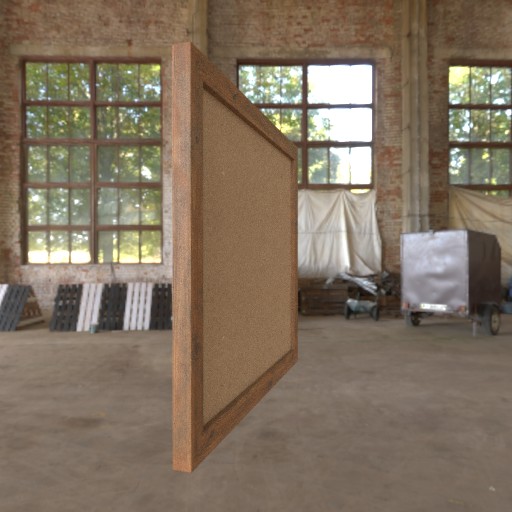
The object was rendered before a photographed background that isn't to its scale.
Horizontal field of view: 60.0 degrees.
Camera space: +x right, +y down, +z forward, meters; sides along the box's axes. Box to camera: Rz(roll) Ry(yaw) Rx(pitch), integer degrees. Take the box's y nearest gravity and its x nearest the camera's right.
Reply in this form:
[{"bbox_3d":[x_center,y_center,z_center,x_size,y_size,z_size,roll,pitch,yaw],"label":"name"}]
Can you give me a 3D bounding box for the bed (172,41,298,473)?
[{"bbox_3d":[0.000,0.000,1.469,0.046,0.942,1.046,0,1,18],"label":"bed"}]
